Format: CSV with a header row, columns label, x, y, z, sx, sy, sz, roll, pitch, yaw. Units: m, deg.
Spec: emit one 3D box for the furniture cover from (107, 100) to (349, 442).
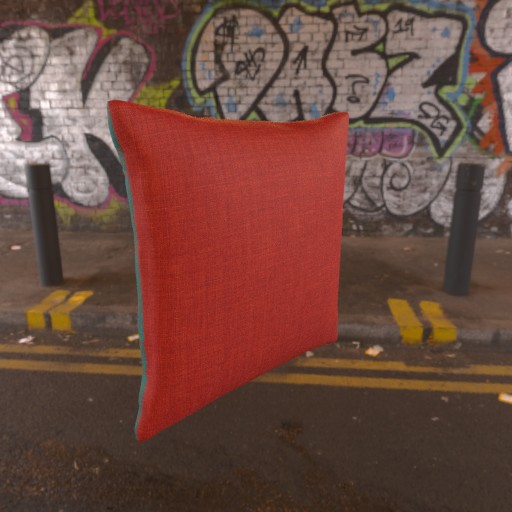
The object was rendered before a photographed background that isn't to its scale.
label,x,y,z,sx,sy,sz,roll,pitch,yaw
furniture cover,0.000,0.000,0.793,0.517,0.508,0.158,-15,21,-42
